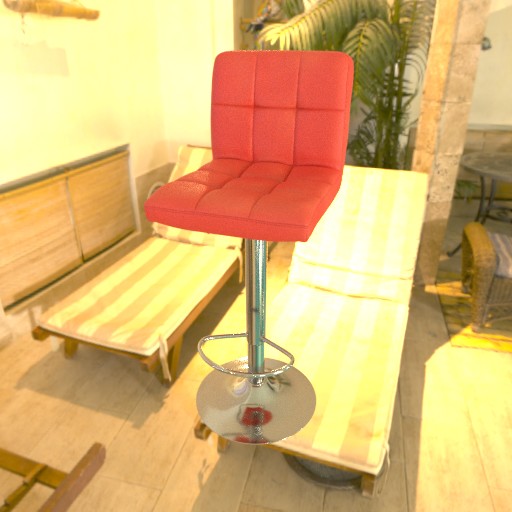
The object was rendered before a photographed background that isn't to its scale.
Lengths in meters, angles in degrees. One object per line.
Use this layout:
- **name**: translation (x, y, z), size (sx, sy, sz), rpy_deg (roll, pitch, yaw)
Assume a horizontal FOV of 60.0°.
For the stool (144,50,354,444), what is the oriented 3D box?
- **stool**: translation (0.000, 0.000, 1.332), size (0.430, 1.115, 0.505), rpy_deg (9, 27, 17)
